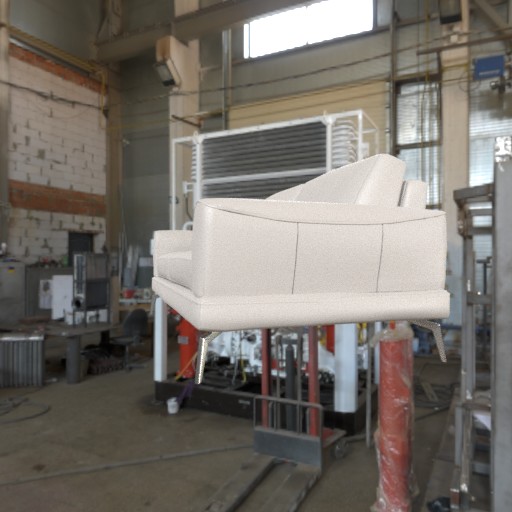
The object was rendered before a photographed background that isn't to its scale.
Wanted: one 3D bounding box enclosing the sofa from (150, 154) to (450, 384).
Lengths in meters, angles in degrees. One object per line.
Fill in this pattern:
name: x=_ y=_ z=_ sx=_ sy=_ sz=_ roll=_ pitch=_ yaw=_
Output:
sofa: x=0.000 y=0.000 z=2.694 sx=1.121 sy=0.930 sz=2.177 roll=0 pitch=0 yaw=-17
